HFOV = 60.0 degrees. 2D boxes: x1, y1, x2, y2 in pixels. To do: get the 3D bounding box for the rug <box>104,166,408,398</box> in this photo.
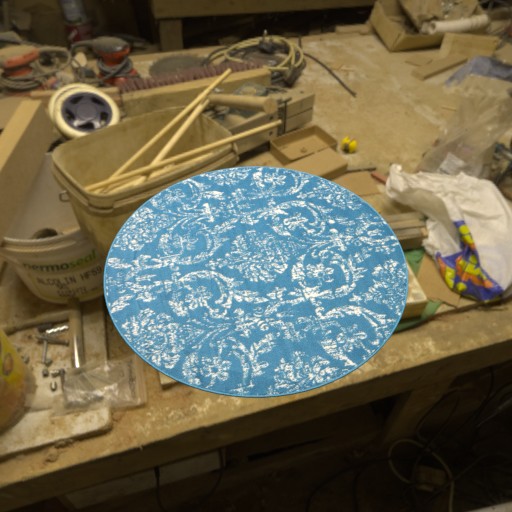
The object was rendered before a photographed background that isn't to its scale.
[{"bbox_3d":[0.000,0.000,2.376,1.593,0.012,1.593,0,48,0],"label":"rug"}]
